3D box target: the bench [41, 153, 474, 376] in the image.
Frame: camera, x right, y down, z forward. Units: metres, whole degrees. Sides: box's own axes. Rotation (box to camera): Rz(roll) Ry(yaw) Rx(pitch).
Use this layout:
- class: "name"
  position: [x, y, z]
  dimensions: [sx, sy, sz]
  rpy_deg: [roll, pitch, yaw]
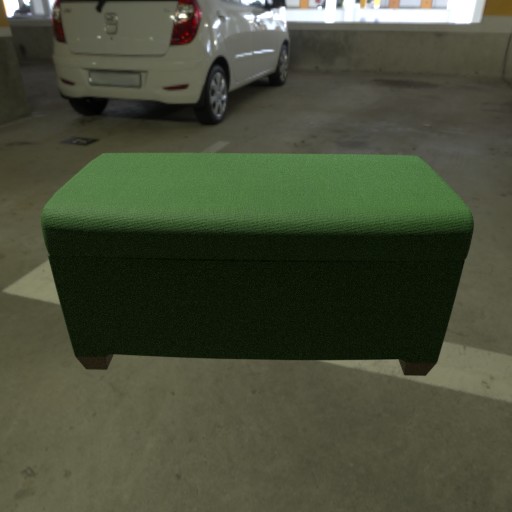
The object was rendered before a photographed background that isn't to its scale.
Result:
- class: "bench"
  position: [0.000, 0.000, 1.273]
  dimensions: [0.989, 0.501, 0.505]
  rpy_deg: [1, 30, 1]
